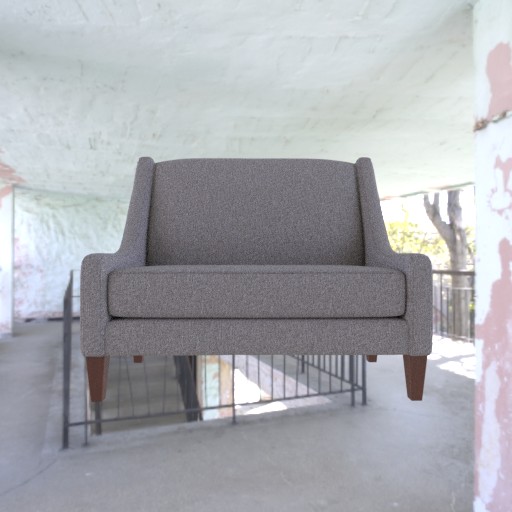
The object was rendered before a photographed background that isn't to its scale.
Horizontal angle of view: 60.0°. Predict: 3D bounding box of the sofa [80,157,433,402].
[{"bbox_3d":[0.000,0.000,1.944,1.242,1.026,0.862,0,0,-1],"label":"sofa"}]
